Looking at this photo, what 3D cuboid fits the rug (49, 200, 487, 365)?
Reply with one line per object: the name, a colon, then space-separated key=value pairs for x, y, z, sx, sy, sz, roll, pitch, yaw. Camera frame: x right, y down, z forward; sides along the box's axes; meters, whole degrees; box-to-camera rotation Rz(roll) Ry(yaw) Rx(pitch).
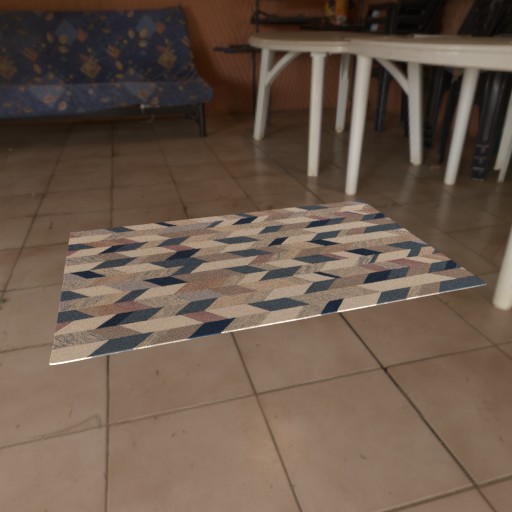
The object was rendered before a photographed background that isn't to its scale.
rug: x=0.000 y=0.000 z=2.963 sx=2.423 sy=0.008 sz=1.513 roll=-8 pitch=28 yaw=-15
